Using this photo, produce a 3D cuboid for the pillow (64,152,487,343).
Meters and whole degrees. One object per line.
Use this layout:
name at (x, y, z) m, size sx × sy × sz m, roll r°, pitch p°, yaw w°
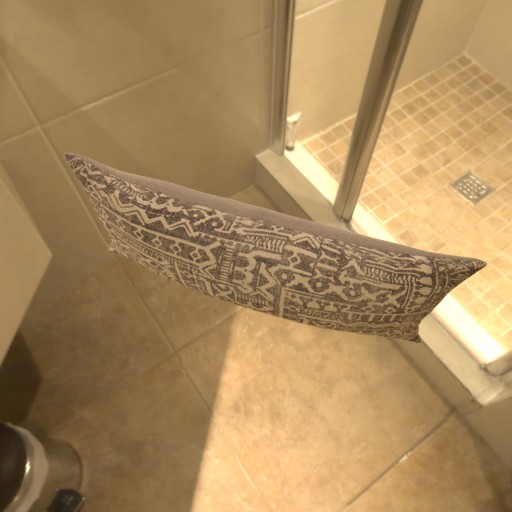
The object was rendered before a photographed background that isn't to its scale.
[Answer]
pillow at (0.000, 0.000, 0.732) m, size 0.631 × 0.290 × 0.148 m, roll 16°, pitch 61°, yaw 9°
